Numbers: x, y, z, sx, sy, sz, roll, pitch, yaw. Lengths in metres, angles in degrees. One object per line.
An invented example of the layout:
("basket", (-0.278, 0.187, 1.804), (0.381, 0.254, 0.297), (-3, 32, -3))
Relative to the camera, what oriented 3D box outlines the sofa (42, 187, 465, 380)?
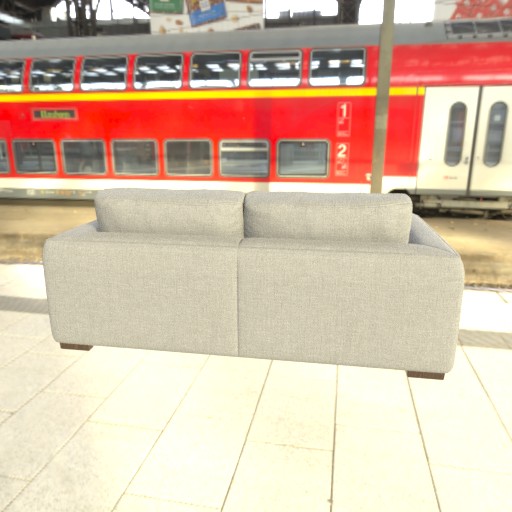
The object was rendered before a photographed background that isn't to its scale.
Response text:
("sofa", (0.000, 0.000, 2.475), (1.920, 0.800, 1.069), (2, 16, 9))
